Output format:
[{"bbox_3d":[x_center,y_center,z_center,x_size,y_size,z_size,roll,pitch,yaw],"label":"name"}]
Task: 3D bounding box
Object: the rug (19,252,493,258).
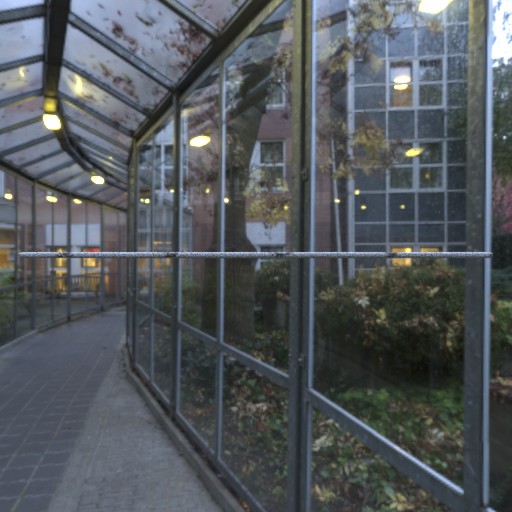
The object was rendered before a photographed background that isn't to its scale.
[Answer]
[{"bbox_3d":[0.000,0.000,3.021,2.438,0.030,1.524,0,0,1],"label":"rug"}]
